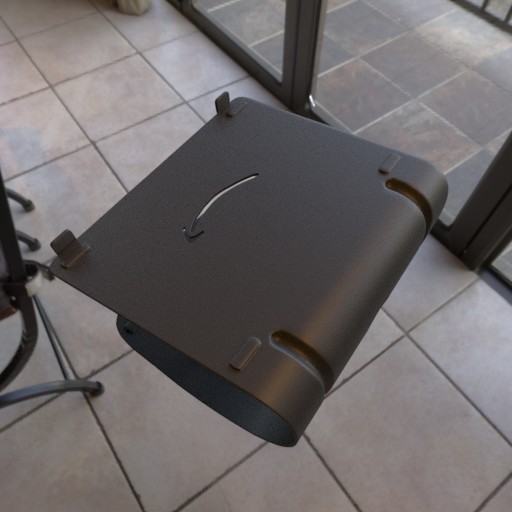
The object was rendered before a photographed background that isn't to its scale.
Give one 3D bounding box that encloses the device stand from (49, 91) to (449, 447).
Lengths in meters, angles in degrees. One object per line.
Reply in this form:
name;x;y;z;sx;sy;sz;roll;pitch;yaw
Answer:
device stand;0.000;0.000;0.406;0.236;0.155;0.256;32;63;18
